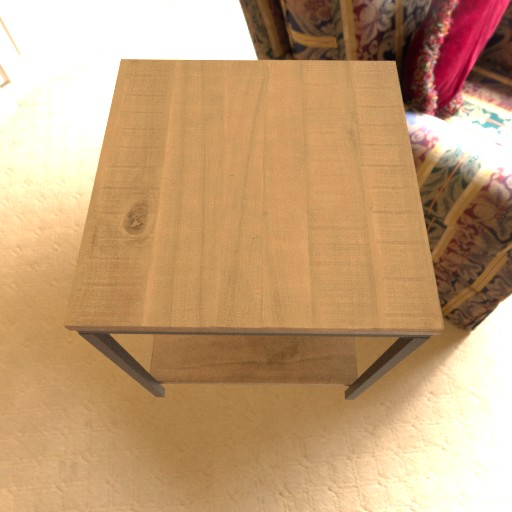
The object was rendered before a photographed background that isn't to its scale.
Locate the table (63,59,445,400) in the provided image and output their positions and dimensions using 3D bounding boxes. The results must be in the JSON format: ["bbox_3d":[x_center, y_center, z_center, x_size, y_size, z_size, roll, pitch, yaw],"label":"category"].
[{"bbox_3d":[0.000,0.000,0.960,0.503,0.589,0.507,1,63,0],"label":"table"}]
